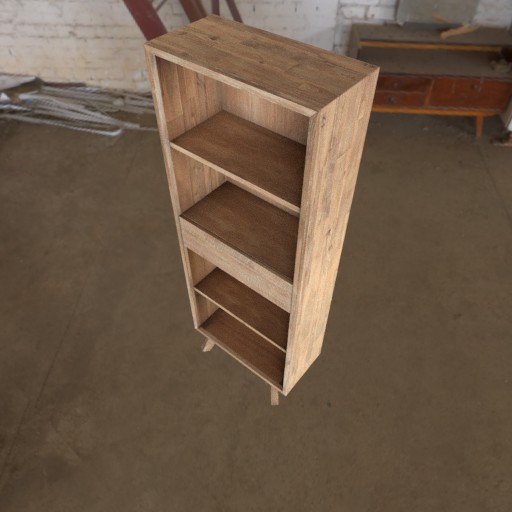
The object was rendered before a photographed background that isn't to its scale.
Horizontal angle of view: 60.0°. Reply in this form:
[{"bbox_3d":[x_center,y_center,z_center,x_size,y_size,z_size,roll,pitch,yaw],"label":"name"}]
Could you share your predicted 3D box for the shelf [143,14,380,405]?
[{"bbox_3d":[0.000,0.000,1.493,0.491,1.342,0.267,31,55,25],"label":"shelf"}]
